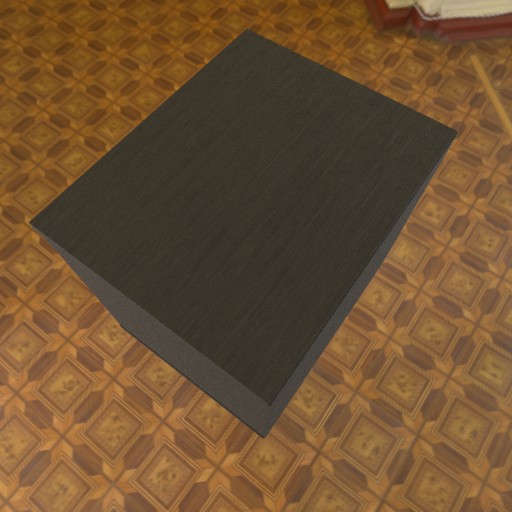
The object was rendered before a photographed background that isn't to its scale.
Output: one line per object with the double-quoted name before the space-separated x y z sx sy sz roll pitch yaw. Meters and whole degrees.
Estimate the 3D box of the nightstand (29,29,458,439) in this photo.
"nightstand" 0.000 0.000 0.748 0.347 0.448 0.427 33 68 16
